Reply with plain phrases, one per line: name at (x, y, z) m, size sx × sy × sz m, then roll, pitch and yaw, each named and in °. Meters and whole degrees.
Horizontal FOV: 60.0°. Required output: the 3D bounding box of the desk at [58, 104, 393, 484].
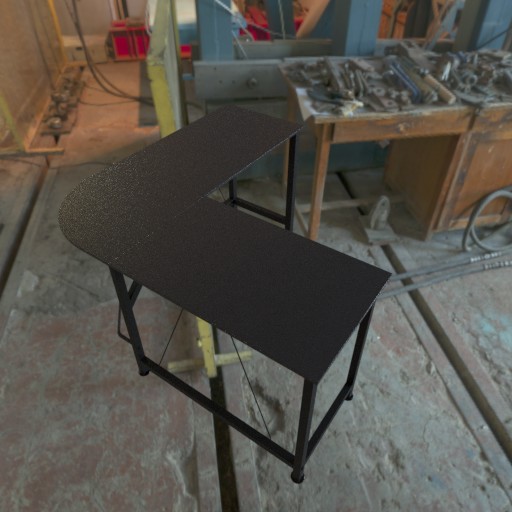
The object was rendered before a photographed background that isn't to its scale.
desk at (0.000, 0.000, 2.209) m, size 1.400 × 0.762 × 1.400 m, roll 25°, pitch 47°, yaw 26°
